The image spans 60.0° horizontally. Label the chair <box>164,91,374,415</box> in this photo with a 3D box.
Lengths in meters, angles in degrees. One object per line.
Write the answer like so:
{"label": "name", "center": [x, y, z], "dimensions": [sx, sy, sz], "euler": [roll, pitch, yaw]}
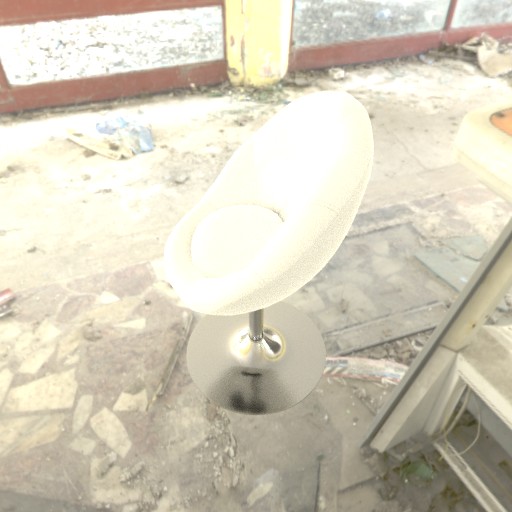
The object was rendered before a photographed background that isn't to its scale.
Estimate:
{"label": "chair", "center": [0.000, 0.000, 1.813], "dimensions": [0.736, 1.261, 0.940], "euler": [0, 41, 0]}
